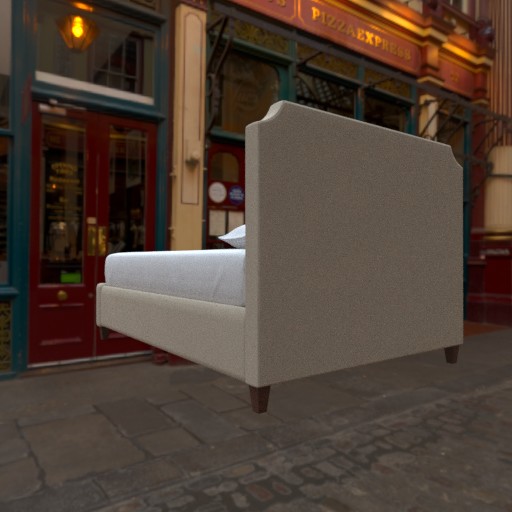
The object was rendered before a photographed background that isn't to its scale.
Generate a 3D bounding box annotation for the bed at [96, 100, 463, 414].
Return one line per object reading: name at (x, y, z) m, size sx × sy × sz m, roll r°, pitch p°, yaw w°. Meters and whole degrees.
bed at (0.000, 0.000, 3.362) m, size 1.703 × 1.415 × 2.329 m, roll 0°, pitch 0°, yaw -36°
